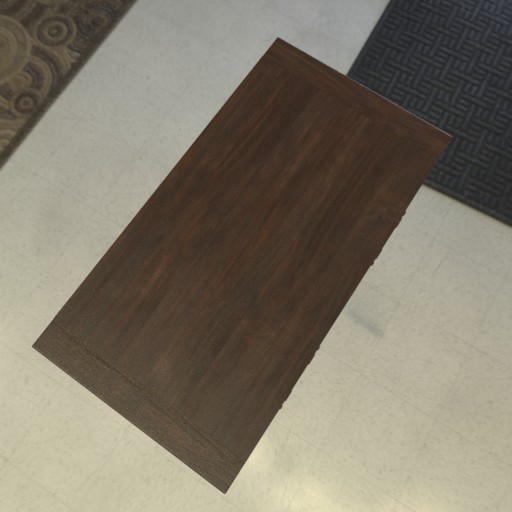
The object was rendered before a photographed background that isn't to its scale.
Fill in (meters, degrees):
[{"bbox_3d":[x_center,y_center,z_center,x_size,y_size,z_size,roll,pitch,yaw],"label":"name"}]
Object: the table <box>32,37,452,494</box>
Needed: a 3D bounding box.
[{"bbox_3d":[0.000,0.000,1.583,0.700,0.494,1.270,33,78,8],"label":"table"}]
